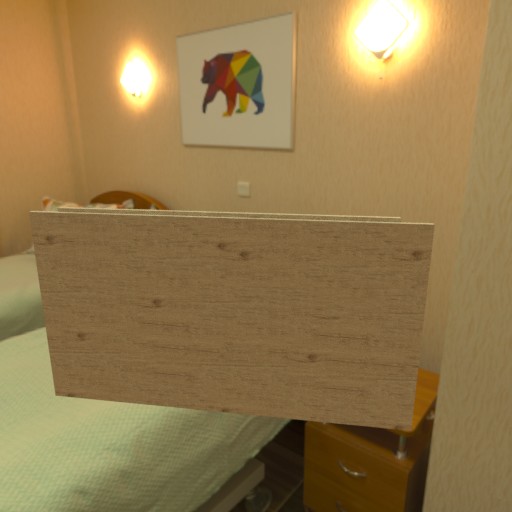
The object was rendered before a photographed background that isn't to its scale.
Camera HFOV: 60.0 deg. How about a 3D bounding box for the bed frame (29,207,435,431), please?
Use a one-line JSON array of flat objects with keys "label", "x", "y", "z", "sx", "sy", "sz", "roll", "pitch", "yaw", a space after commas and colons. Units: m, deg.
[{"label": "bed frame", "x": 0.000, "y": 0.000, "z": 2.988, "sx": 1.750, "sy": 0.970, "sz": 2.080, "roll": 3, "pitch": 16, "yaw": 9}]
